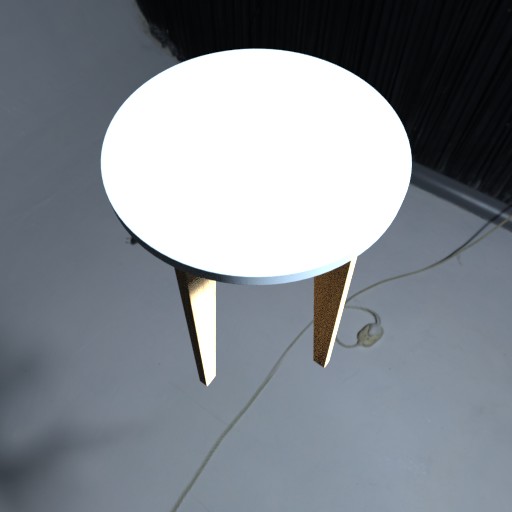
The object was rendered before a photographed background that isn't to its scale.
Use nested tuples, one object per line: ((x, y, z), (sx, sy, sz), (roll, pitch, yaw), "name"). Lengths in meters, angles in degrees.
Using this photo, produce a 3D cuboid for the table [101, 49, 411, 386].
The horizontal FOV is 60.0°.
((0.000, 0.000, 0.720), (0.350, 0.500, 0.350), (0, 59, 0), "table")
